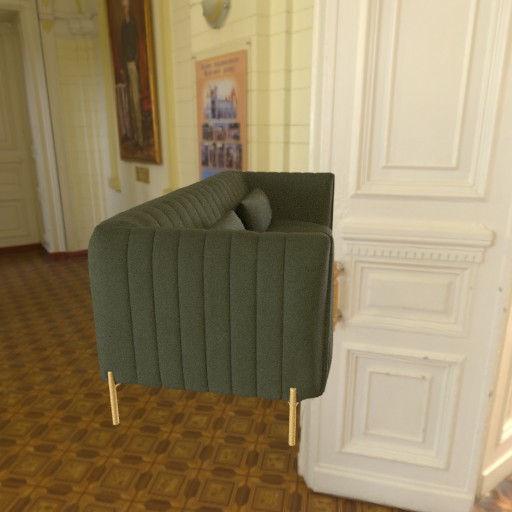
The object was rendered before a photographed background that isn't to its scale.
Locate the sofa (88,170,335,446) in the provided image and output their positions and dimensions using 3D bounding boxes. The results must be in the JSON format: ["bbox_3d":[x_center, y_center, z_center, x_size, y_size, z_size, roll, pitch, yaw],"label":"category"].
[{"bbox_3d":[0.000,0.000,2.547,0.896,0.793,2.137,3,17,9],"label":"sofa"}]
